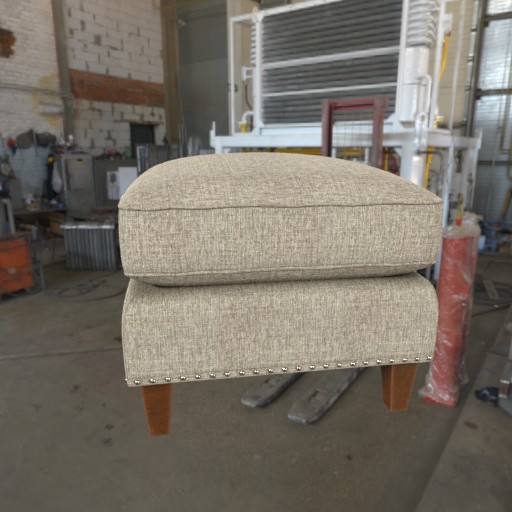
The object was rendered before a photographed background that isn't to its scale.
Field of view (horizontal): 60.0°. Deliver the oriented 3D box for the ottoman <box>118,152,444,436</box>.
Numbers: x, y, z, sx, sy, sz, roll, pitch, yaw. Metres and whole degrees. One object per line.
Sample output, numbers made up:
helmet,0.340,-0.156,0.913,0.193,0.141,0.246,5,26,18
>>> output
ottoman,0.000,0.000,1.127,0.584,0.513,0.741,-2,14,-9
